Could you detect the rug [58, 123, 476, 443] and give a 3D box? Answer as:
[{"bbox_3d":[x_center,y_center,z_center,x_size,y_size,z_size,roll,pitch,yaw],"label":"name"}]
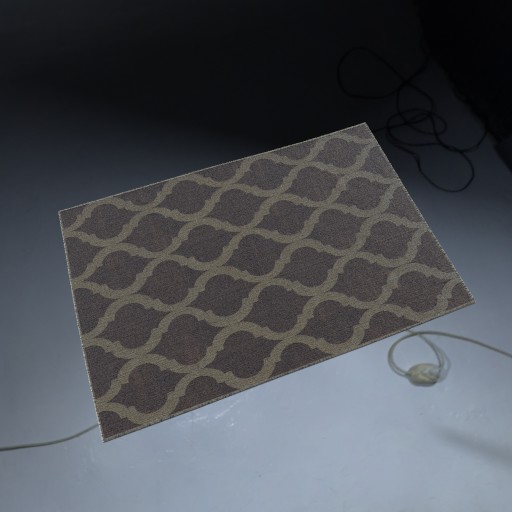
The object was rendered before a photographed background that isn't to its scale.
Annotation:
[{"bbox_3d":[0.000,0.000,2.816,2.284,0.008,1.522,-18,65,-9],"label":"rug"}]
